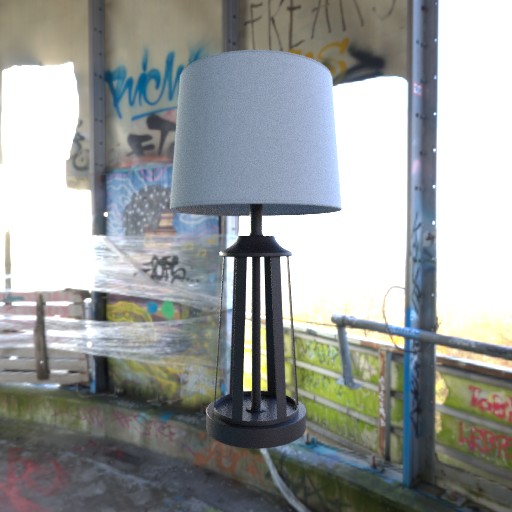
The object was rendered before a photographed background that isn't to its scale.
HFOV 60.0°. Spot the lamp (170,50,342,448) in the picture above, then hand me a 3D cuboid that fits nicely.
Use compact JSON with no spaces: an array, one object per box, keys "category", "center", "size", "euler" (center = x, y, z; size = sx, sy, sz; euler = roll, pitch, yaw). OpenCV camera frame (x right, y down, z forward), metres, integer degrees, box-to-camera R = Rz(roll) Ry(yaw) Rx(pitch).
[{"category":"lamp","center":[0.000,0.000,0.657],"size":[0.251,0.509,0.251],"euler":[0,2,0]}]
